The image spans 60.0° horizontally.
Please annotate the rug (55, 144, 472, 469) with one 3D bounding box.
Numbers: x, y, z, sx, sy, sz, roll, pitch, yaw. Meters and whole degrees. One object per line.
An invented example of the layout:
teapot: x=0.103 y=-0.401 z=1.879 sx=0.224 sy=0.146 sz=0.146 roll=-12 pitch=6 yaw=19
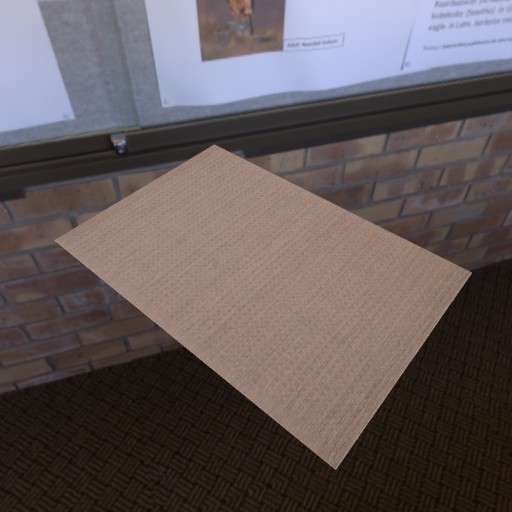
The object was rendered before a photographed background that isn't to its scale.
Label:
rug: x=0.000 y=0.000 z=3.713 sx=2.895 sy=0.006 sz=1.981 roll=32 pitch=54 yaw=27
